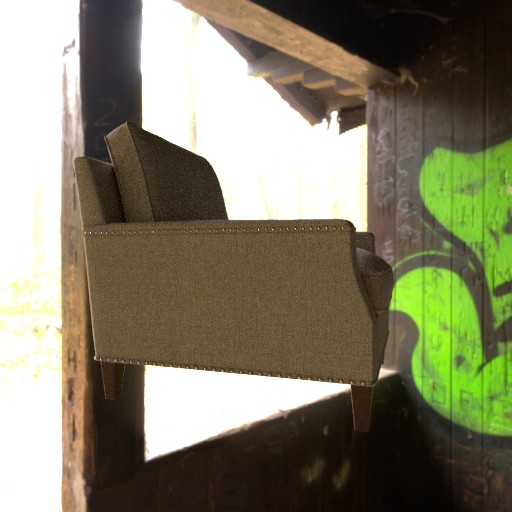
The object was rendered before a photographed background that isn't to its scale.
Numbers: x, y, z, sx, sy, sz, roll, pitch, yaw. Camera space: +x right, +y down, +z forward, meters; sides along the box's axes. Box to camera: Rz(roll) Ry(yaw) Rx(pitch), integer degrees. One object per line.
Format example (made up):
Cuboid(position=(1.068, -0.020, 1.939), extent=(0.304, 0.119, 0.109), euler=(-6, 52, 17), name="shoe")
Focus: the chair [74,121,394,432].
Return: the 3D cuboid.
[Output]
Cuboid(position=(0.000, 0.000, 1.719), extent=(1.014, 0.943, 0.853), euler=(0, 0, 19), name="chair")
